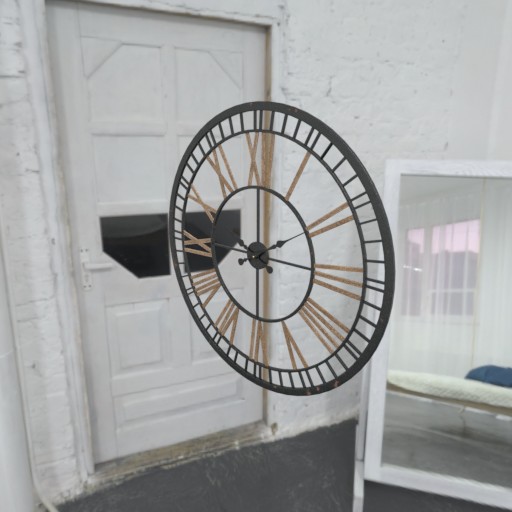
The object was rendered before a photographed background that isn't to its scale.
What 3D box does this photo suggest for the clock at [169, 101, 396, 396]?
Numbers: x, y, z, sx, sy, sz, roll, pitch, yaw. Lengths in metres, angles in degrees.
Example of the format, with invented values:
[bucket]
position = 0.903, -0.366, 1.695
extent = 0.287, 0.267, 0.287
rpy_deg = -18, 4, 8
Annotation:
[clock]
position = 0.000, 0.000, 1.276
extent = 0.843, 0.843, 0.025
rpy_deg = 14, 21, 41
